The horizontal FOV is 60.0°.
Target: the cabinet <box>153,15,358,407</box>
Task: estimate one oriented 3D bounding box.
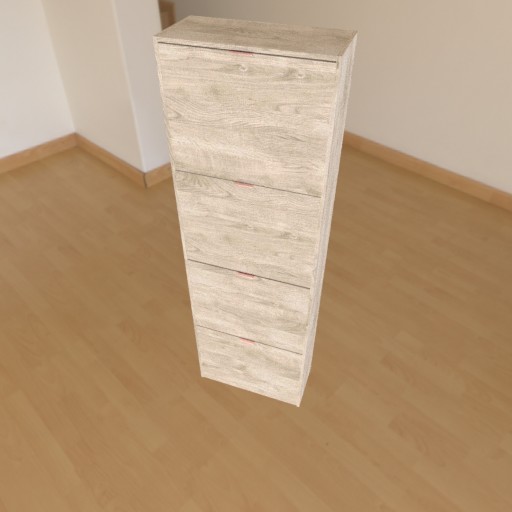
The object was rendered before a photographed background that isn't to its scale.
[{"bbox_3d":[0.000,0.000,1.759,0.520,1.630,0.250,13,43,14],"label":"cabinet"}]
